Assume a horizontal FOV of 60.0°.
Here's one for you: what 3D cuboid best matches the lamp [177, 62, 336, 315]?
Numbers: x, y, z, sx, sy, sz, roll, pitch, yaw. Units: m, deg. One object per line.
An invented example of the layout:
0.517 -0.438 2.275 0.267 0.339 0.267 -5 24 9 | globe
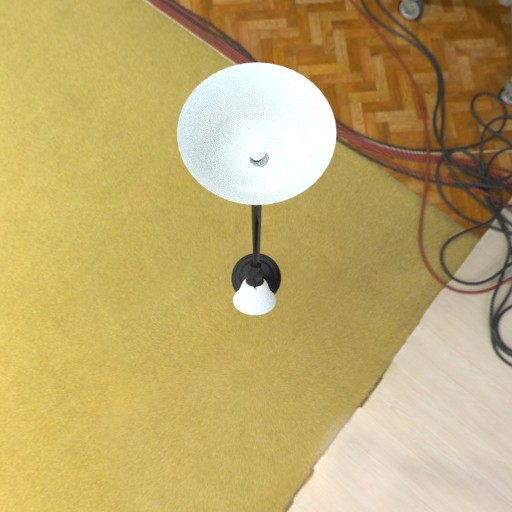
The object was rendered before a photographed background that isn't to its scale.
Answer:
0.000 0.000 1.971 0.405 1.793 0.588 1 75 0 | lamp
